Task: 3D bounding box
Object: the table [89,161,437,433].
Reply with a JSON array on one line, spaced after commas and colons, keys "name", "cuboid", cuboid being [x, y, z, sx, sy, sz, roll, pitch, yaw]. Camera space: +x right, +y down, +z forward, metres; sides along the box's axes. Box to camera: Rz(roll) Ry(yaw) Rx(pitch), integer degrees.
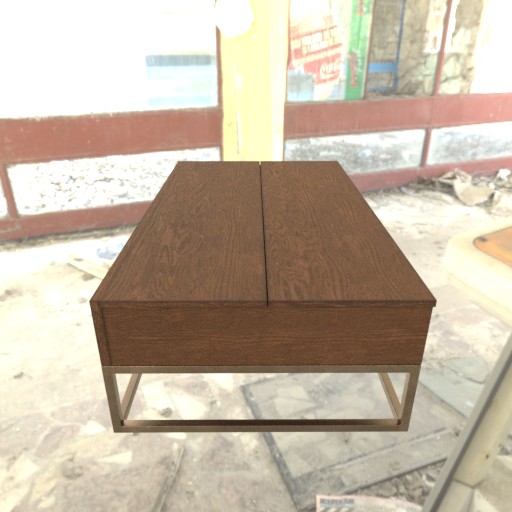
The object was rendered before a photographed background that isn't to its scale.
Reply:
[{"name": "table", "cuboid": [0.000, 0.000, 1.490, 0.719, 0.361, 1.167, 0, 26, 0]}]
